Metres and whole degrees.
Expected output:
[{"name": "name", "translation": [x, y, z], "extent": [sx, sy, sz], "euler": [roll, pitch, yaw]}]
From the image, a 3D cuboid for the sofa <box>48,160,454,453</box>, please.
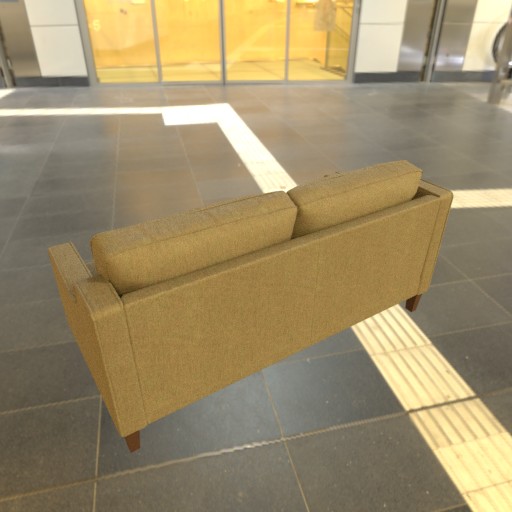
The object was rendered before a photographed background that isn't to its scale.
[{"name": "sofa", "translation": [0.000, 0.000, 2.738], "extent": [2.181, 1.074, 1.073], "euler": [-19, 36, -28]}]
